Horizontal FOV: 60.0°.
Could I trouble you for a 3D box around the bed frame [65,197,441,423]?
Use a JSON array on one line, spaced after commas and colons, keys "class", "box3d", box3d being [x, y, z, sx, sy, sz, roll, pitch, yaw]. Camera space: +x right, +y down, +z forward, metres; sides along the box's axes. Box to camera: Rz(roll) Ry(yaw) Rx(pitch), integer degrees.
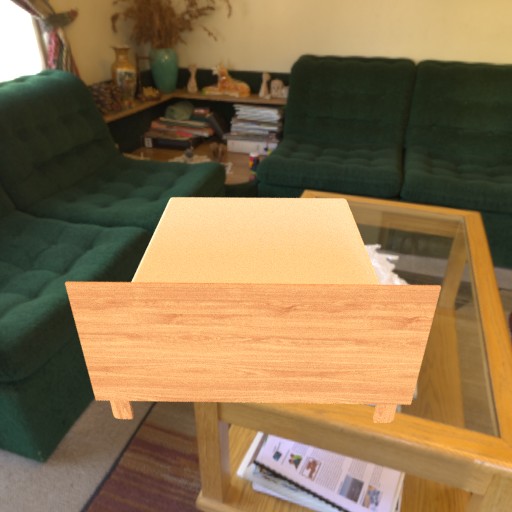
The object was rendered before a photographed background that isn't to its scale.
[{"class": "bed frame", "box3d": [0.000, 0.000, 3.091, 1.660, 0.940, 2.092, 1, 31, 1]}]
